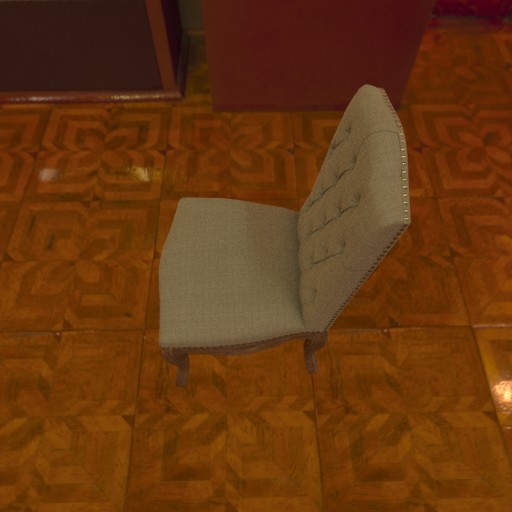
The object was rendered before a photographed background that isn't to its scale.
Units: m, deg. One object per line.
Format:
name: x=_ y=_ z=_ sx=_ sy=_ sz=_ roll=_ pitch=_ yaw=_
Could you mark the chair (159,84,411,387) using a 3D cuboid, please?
chair: x=0.000 y=0.000 z=1.586 sx=0.731 sy=1.191 sz=0.637 roll=1 pitch=59 yaw=1
